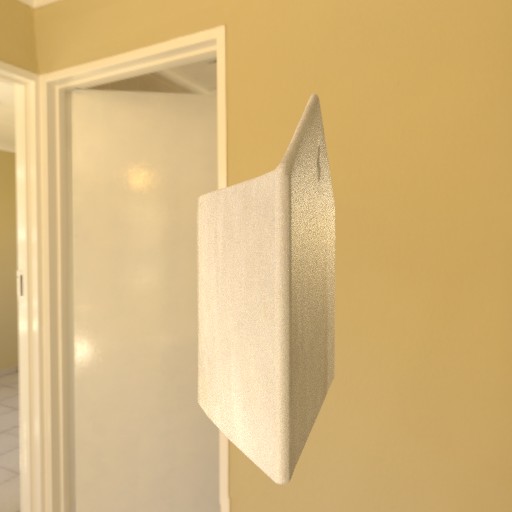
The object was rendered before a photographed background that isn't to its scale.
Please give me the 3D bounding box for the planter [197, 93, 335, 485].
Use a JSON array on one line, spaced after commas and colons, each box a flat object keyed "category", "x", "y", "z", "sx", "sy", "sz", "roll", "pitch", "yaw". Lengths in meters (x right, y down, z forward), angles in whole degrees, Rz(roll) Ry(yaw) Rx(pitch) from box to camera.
[{"category": "planter", "x": 0.000, "y": 0.000, "z": 0.277, "sx": 0.080, "sy": 0.194, "sz": 0.163, "roll": 0, "pitch": 2, "yaw": 17}]
